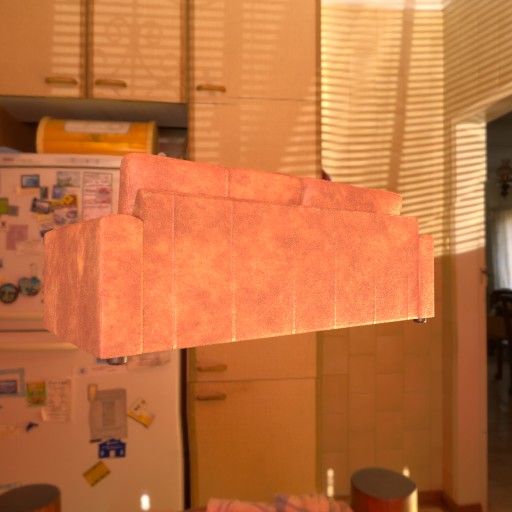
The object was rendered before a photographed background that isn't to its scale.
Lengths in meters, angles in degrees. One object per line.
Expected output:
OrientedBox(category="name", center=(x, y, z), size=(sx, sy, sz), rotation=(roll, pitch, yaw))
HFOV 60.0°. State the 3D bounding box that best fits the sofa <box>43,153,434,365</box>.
OrientedBox(category="sofa", center=(0.000, 0.000, 2.674), size=(2.179, 0.873, 1.016), rotation=(1, -1, -37))
